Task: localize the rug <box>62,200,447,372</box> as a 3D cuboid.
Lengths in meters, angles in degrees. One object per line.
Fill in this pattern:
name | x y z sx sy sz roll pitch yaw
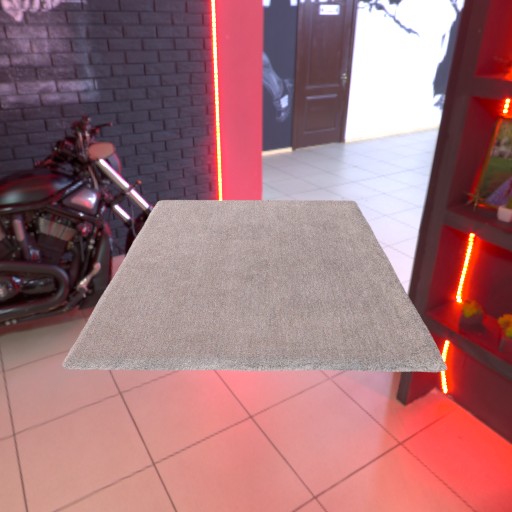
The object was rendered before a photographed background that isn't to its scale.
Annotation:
rug | 0.000 0.000 3.918 2.332 0.027 2.933 0 27 0
